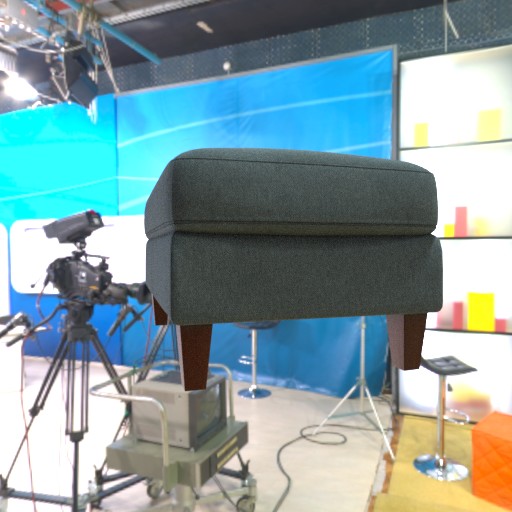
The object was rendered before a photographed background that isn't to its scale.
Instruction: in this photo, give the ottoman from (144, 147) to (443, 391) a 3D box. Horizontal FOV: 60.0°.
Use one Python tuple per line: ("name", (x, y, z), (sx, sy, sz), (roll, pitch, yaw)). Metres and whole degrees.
("ottoman", (0.000, 0.000, 1.251), (0.584, 0.483, 0.864), (0, 1, -17))
